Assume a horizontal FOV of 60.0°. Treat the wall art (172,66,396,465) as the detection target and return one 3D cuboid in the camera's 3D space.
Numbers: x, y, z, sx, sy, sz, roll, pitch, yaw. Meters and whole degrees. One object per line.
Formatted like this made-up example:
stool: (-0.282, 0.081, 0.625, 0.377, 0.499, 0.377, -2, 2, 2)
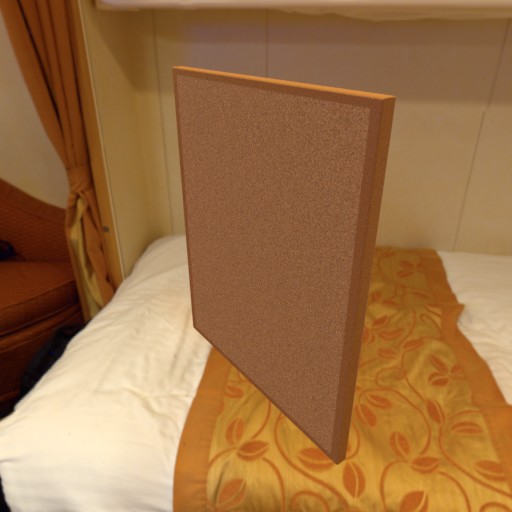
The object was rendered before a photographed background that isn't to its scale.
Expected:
wall art: (0.000, 0.000, 0.505, 0.015, 0.379, 0.310, -19, 33, -32)
